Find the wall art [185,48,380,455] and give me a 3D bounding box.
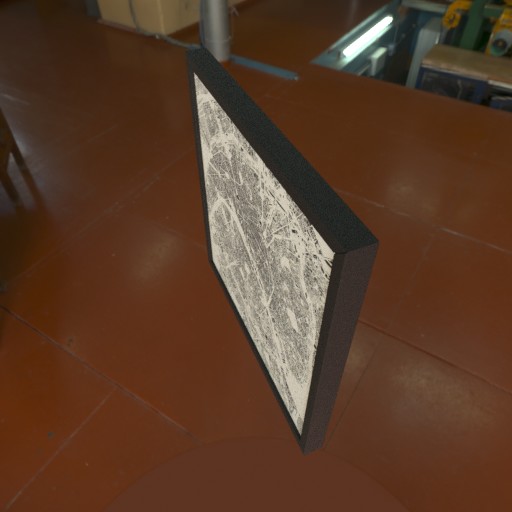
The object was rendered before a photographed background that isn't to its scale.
[{"bbox_3d":[0.000,0.000,0.758,0.037,0.508,0.508,-17,49,-16],"label":"wall art"}]
